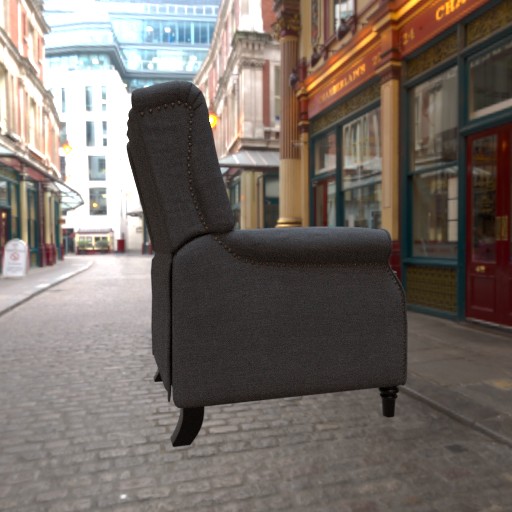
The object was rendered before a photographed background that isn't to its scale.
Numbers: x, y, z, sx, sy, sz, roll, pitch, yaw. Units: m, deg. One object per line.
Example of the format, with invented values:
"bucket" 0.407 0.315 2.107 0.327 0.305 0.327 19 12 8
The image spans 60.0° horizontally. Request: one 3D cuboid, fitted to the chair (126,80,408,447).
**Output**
"chair" 0.000 0.000 1.612 0.898 1.035 0.742 0 1 -17
